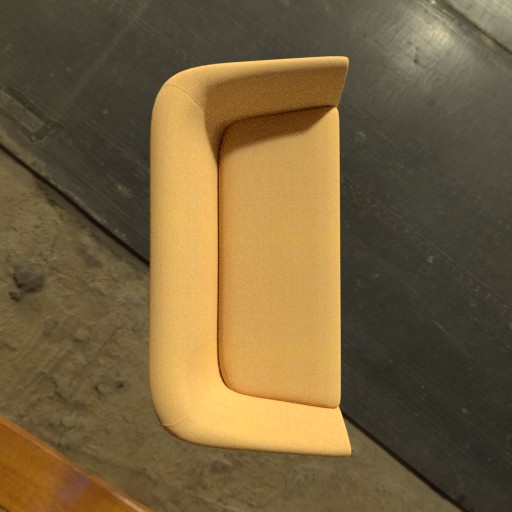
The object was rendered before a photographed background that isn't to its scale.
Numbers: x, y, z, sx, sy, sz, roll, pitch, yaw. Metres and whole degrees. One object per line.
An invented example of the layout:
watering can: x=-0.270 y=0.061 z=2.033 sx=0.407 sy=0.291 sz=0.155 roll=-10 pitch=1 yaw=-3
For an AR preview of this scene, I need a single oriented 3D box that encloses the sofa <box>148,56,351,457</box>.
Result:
sofa: x=0.000 y=0.000 z=1.822 sx=0.705 sy=0.721 sz=1.452 roll=0 pitch=88 yaw=1
